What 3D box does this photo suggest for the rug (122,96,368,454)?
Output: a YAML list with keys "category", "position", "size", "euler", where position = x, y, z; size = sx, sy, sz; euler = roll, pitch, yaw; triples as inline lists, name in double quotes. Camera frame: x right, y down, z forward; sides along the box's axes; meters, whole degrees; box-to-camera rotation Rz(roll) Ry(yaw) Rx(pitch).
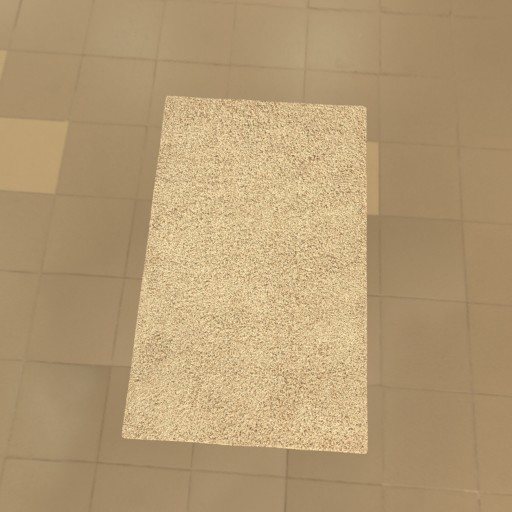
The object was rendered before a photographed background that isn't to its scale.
- category: "rug"
  position: [0.000, 0.000, 3.056]
  size: [1.524, 0.030, 2.438]
  euler: [3, 75, 1]
